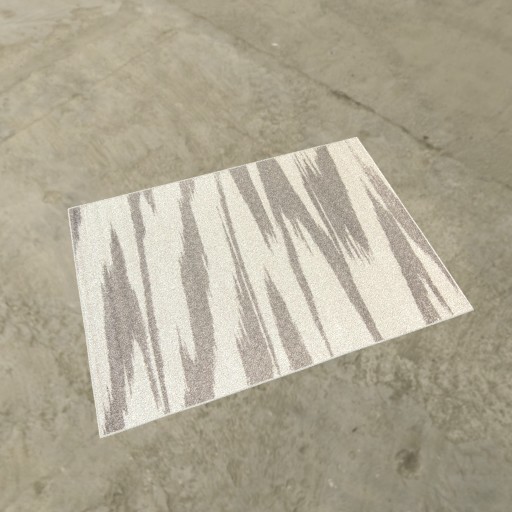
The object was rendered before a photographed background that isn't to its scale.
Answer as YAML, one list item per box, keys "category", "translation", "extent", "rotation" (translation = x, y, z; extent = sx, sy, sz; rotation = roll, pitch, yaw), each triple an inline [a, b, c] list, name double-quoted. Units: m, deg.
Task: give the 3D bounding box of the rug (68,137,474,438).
- category: "rug"
  translation: [0.000, 0.000, 2.756]
  extent: [2.142, 0.010, 1.533]
  rotation: [-16, 58, -10]
